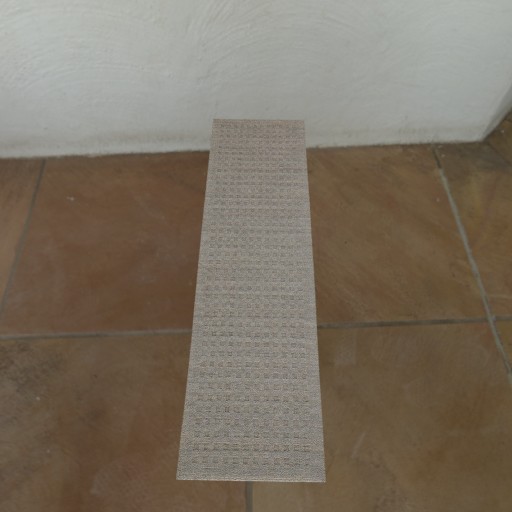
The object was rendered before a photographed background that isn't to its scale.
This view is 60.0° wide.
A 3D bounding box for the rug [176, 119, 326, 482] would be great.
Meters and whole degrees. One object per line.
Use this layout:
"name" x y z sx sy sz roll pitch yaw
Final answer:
"rug" 0.000 0.000 2.680 0.688 0.005 2.437 1 57 1
